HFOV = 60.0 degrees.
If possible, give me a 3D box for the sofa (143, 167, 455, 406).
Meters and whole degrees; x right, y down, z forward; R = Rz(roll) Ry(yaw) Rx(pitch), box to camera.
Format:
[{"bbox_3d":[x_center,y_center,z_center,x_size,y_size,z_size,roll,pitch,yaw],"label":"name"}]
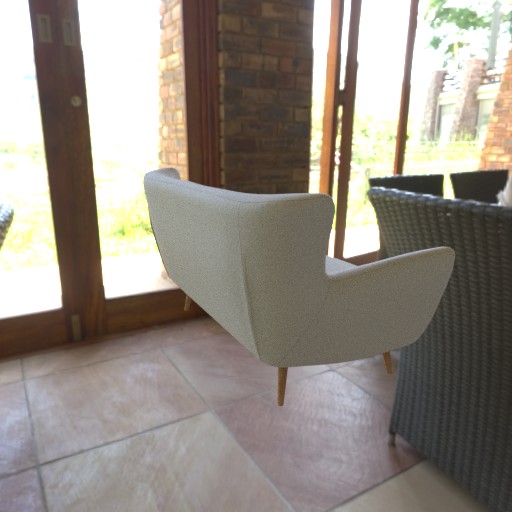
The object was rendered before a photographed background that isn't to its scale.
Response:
[{"bbox_3d":[0.000,0.000,2.458,0.899,0.890,1.930,-7,16,-26],"label":"sofa"}]
